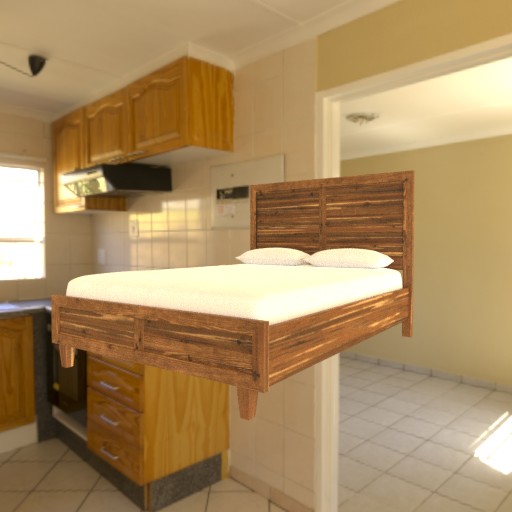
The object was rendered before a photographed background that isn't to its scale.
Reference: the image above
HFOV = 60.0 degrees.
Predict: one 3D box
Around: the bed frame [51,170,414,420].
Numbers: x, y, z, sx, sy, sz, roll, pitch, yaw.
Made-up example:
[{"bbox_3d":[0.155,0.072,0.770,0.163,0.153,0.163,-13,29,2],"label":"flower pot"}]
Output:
[{"bbox_3d":[0.000,0.000,3.351,1.696,1.417,2.276,1,2,35],"label":"bed frame"}]
